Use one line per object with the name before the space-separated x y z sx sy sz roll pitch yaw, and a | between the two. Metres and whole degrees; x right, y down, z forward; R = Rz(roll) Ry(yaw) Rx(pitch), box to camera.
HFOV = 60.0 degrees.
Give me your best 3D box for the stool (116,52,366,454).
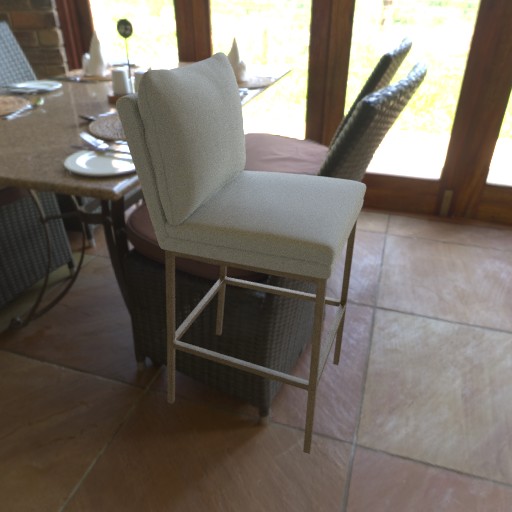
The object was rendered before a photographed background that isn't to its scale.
stool | 0.000 0.000 1.397 0.572 1.125 0.463 11 32 18
